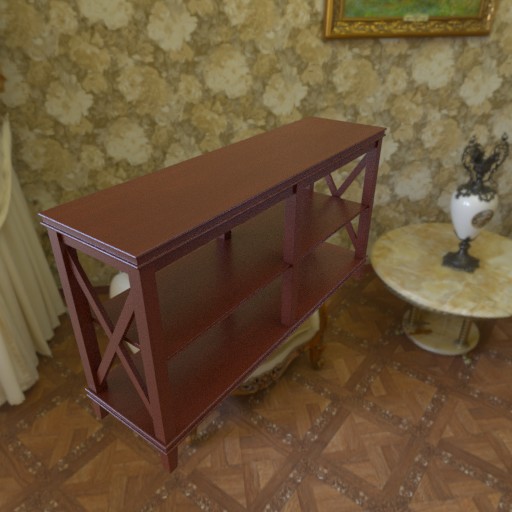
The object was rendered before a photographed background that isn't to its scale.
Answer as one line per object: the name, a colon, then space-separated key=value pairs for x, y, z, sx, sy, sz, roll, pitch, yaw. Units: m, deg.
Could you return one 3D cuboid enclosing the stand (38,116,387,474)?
stand: x=0.000 y=0.000 z=1.707 sx=0.381 sy=0.762 sz=1.372 roll=20 pitch=36 yaw=31
